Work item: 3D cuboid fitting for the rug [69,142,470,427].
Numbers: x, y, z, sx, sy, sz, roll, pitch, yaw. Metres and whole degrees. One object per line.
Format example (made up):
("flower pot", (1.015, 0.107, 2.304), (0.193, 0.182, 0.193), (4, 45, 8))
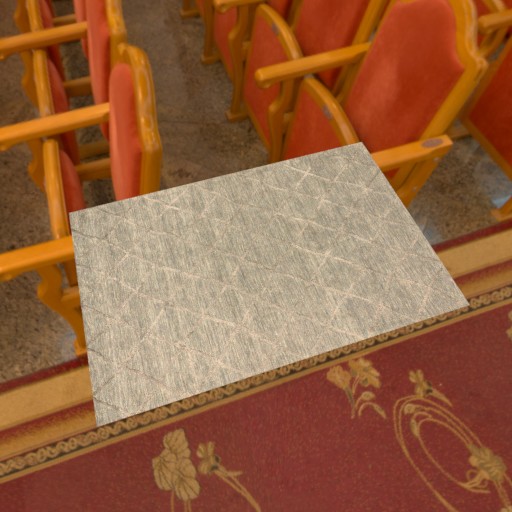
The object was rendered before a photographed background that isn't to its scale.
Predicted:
("rug", (0.000, 0.000, 2.941), (2.283, 0.006, 1.521), (-16, 58, -10))
